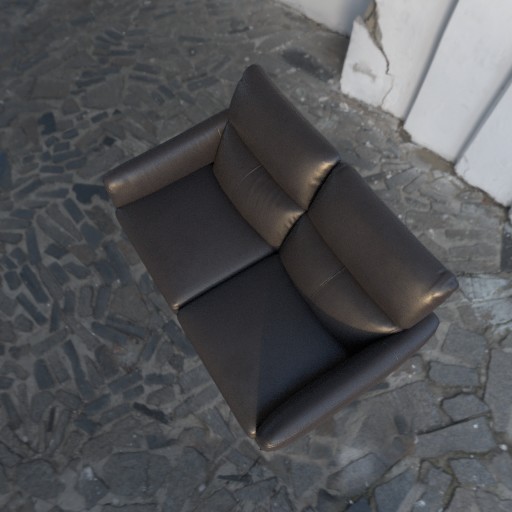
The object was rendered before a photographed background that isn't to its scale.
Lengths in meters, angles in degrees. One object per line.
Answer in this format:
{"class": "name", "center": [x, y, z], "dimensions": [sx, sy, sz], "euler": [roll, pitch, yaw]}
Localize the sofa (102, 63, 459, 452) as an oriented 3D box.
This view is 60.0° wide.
{"class": "sofa", "center": [0.000, 0.000, 2.174], "dimensions": [0.958, 0.920, 1.596], "euler": [-30, 68, -14]}
